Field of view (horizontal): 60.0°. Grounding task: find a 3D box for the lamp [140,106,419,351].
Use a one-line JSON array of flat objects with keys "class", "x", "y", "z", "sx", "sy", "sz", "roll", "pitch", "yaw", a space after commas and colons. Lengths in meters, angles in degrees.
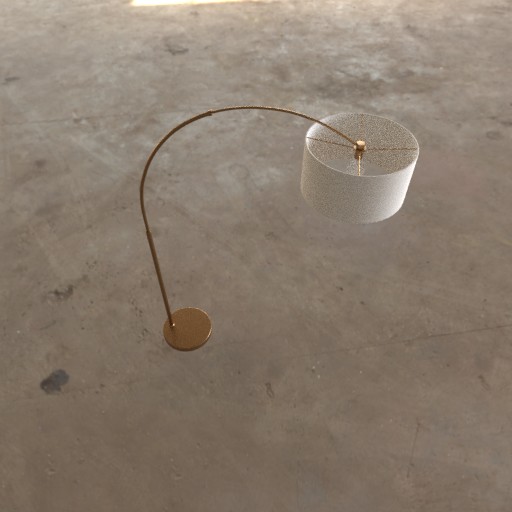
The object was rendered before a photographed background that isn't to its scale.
[{"class": "lamp", "x": 0.000, "y": 0.000, "z": 2.627, "sx": 1.434, "sy": 1.927, "sz": 0.493, "roll": 8, "pitch": 48, "yaw": 7}]
